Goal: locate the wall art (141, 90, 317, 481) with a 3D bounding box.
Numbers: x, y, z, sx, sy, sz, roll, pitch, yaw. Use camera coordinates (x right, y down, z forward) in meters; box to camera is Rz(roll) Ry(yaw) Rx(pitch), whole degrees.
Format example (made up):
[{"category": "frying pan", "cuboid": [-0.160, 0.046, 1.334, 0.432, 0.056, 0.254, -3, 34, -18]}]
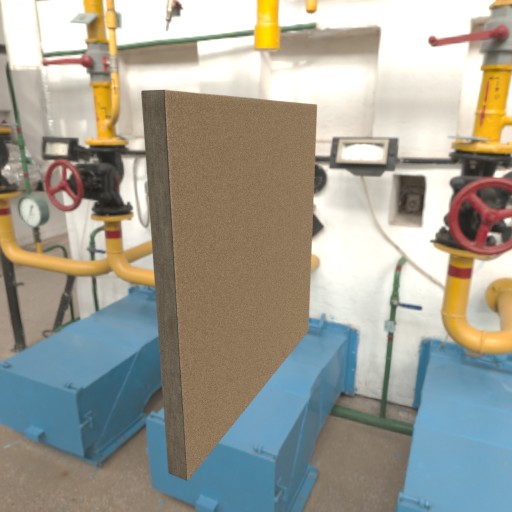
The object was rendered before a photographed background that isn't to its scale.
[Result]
[{"category": "wall art", "cuboid": [0.000, 0.000, 1.128, 0.050, 0.751, 0.749, 8, 19, 24]}]
